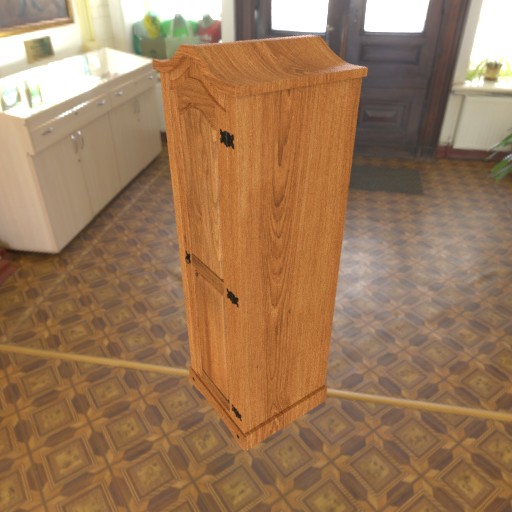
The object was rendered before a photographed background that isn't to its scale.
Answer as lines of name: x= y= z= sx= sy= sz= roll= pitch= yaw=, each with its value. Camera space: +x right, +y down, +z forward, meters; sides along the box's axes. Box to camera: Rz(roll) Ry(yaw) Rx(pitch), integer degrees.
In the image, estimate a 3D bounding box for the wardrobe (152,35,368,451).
wardrobe: x=0.000 y=0.000 z=2.114 sx=0.570 sy=1.870 sz=0.590 roll=-21 pitch=38 yaw=-29
